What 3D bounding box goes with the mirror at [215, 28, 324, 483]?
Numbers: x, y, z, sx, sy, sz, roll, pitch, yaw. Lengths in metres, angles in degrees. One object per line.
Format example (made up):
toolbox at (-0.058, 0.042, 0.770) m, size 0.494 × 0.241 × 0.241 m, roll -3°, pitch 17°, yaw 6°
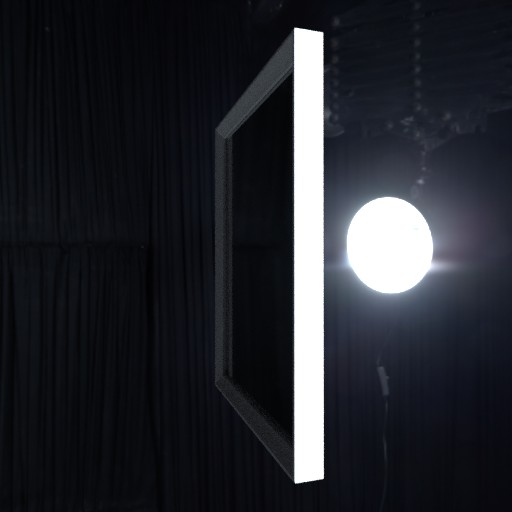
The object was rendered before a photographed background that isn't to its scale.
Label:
mirror at (0.000, 0.000, 0.693) m, size 0.041 × 0.509 × 0.406 m, roll 0°, pitch 0°, yaw -18°
